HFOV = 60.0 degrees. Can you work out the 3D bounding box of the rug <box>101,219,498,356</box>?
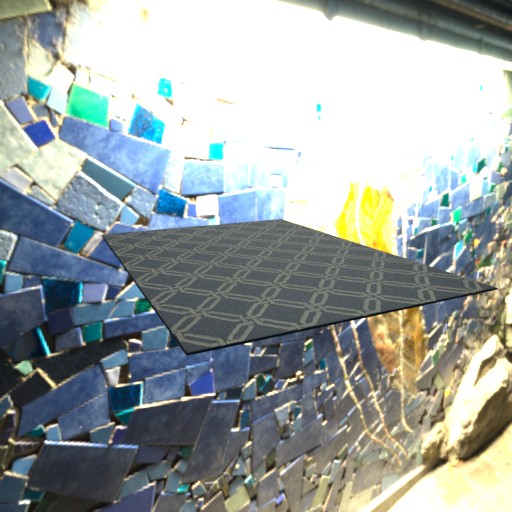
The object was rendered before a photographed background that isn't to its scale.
[{"bbox_3d":[0.000,0.000,4.270,2.432,0.018,3.342,-7,16,-25],"label":"rug"}]
